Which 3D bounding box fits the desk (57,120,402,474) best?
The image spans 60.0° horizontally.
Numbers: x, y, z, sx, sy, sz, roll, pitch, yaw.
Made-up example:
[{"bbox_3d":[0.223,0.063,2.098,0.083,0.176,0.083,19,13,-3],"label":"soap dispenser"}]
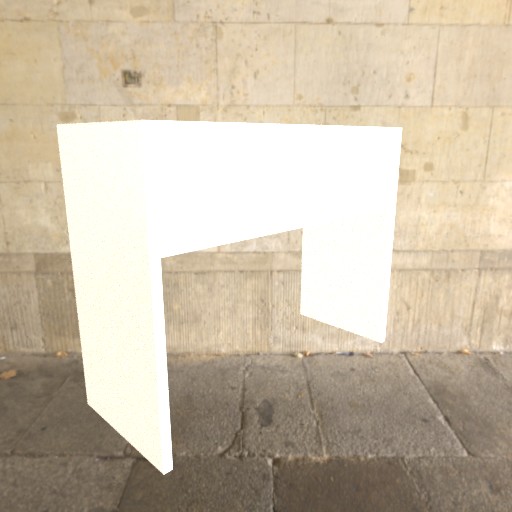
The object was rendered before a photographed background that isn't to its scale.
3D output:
[{"bbox_3d":[0.000,0.000,1.407,1.000,0.790,0.400,-14,21,-43],"label":"desk"}]
